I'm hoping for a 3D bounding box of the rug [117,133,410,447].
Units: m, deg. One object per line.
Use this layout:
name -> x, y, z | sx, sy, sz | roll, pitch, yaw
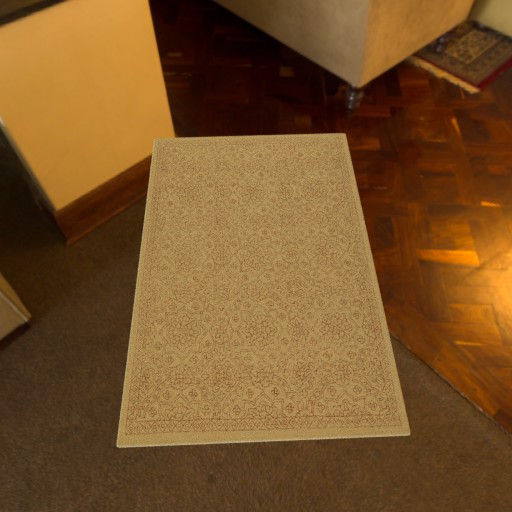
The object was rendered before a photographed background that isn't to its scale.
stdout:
rug -> 0.000, 0.000, 2.330 | 1.219, 0.010, 1.829 | -2, 57, -1
